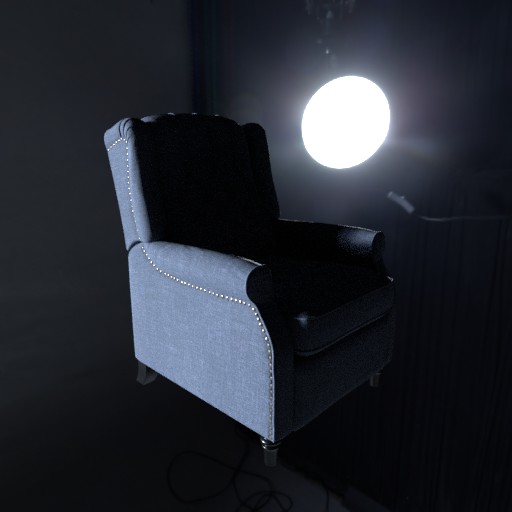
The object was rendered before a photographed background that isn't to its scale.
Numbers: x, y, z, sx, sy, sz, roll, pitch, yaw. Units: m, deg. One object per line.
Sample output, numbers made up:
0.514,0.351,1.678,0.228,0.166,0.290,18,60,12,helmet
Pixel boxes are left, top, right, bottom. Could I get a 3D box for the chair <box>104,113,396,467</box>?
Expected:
0.000,0.000,1.638,0.898,1.035,0.742,14,20,42,chair
